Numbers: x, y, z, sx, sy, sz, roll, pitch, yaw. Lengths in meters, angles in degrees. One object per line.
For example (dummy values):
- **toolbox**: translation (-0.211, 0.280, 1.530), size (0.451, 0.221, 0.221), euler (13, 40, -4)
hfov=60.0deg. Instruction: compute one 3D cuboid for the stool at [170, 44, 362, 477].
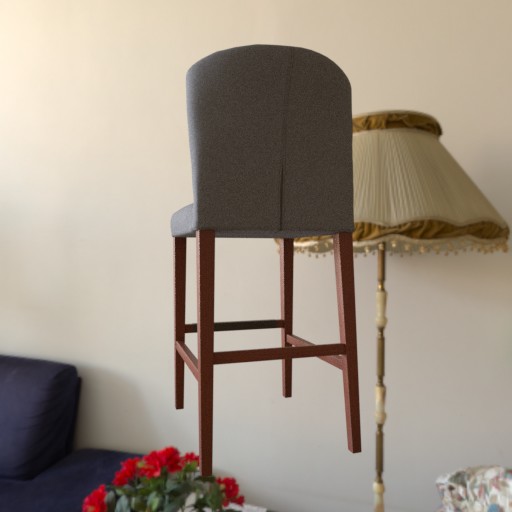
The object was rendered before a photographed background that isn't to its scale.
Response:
- **stool**: translation (0.000, 0.000, 1.380), size (0.481, 1.069, 0.568), euler (0, 0, -18)
